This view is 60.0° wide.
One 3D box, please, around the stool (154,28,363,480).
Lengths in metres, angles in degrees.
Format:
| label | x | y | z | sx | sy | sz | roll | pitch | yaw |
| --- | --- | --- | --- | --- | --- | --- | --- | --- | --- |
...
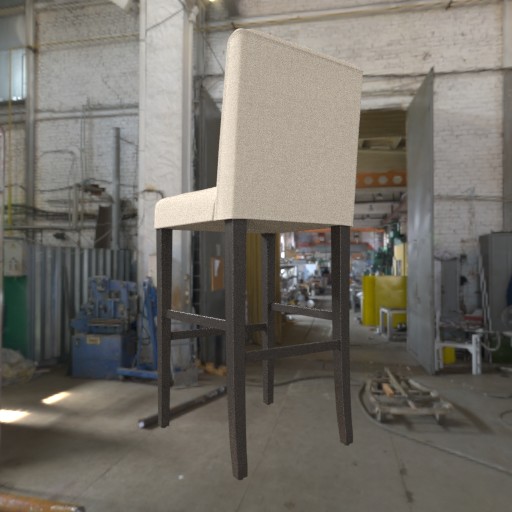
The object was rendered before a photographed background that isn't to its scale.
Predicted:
| label | x | y | z | sx | sy | sz | roll | pitch | yaw |
| --- | --- | --- | --- | --- | --- | --- | --- | --- | --- |
| stool | 0.000 | 0.000 | 1.385 | 0.474 | 1.116 | 0.509 | 1 | -1 | -34 |
